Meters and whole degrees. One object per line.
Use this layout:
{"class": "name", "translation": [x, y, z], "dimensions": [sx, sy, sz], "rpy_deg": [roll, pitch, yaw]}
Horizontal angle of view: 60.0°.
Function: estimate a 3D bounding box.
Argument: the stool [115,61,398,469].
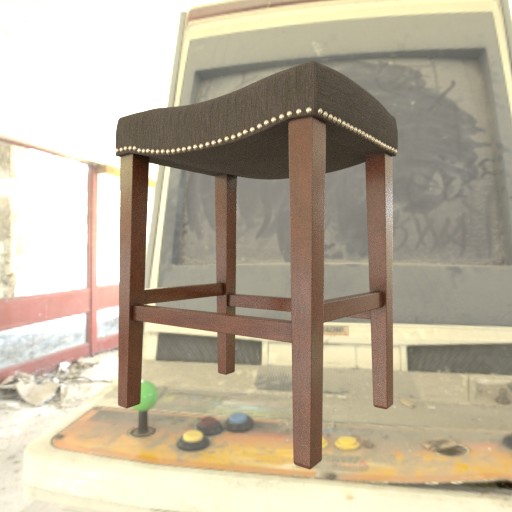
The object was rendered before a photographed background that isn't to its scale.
{"class": "stool", "translation": [0.000, 0.000, 0.964], "dimensions": [0.504, 0.654, 0.372], "rpy_deg": [0, 1, 37]}
